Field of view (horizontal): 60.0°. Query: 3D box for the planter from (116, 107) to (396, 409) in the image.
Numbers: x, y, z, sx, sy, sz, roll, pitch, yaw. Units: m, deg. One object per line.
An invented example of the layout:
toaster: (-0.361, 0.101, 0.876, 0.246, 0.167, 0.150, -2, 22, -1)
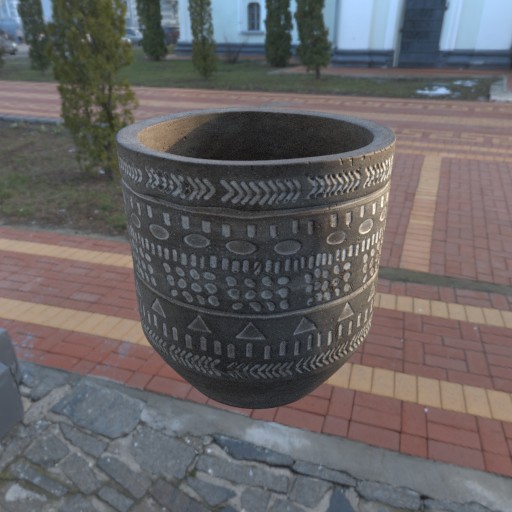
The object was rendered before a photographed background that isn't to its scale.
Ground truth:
planter: (0.000, 0.000, 0.226, 0.122, 0.128, 0.122, 0, 27, 0)
